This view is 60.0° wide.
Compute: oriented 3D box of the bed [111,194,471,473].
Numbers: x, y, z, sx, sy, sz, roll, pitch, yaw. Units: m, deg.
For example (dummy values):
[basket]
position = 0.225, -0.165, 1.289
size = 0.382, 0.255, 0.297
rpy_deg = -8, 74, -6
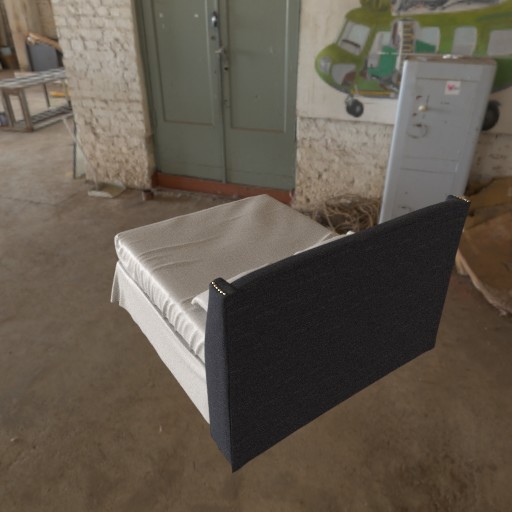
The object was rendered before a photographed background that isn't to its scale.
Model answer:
[bed]
position = 0.000, 0.000, 3.563
size = 1.925, 1.332, 2.276
rpy_deg = -19, 35, -29
